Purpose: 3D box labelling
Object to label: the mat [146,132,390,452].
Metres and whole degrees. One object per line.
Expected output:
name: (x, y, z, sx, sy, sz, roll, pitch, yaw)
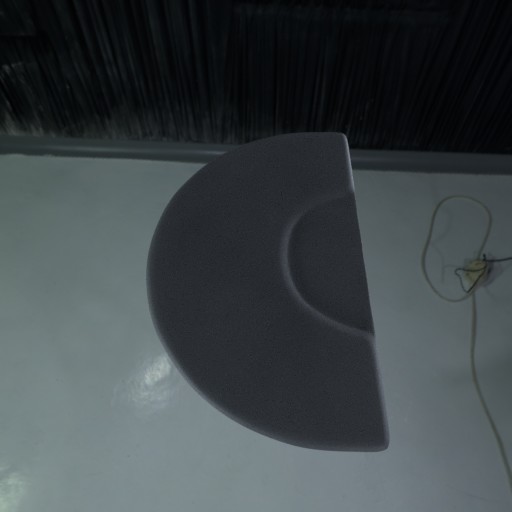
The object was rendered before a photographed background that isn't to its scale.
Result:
mat: (0.000, 0.000, 1.873, 0.917, 0.016, 1.525, 0, 57, 0)
